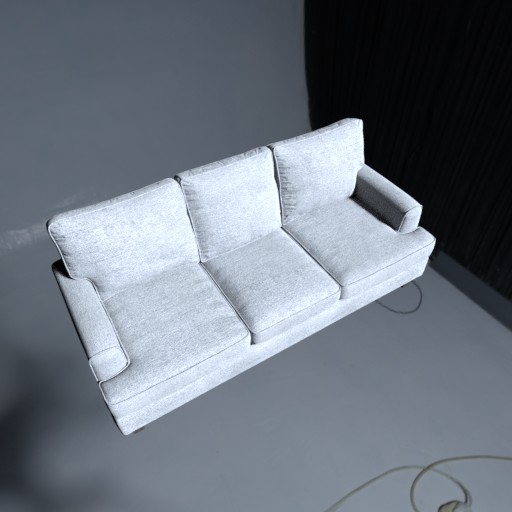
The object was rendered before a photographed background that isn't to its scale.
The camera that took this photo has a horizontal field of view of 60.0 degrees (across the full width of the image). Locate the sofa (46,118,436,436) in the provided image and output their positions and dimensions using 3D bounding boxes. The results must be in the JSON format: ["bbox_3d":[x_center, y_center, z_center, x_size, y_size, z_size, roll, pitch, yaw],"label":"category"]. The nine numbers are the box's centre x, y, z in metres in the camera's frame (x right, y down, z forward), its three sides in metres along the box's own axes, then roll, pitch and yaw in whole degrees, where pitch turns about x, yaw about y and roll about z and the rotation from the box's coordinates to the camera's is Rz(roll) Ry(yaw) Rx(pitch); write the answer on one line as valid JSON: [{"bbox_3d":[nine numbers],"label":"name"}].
[{"bbox_3d":[0.000,0.000,2.664,2.158,0.965,0.951,-24,50,-22],"label":"sofa"}]
